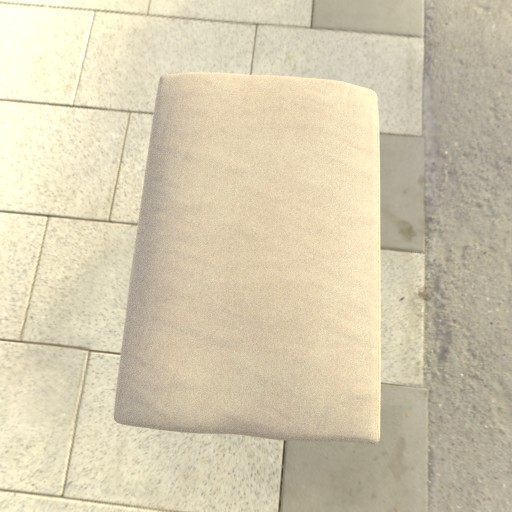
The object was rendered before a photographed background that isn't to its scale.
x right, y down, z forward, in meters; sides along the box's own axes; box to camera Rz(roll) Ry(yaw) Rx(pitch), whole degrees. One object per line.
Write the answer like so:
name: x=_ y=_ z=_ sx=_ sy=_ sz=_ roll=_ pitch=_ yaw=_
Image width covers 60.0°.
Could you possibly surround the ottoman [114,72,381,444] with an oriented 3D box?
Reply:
ottoman: x=0.000 y=0.000 z=1.176 sx=0.590 sy=0.444 sz=0.872 roll=4 pitch=76 yaw=1
